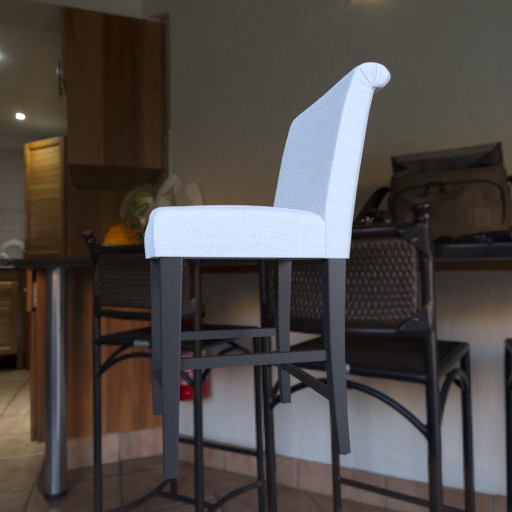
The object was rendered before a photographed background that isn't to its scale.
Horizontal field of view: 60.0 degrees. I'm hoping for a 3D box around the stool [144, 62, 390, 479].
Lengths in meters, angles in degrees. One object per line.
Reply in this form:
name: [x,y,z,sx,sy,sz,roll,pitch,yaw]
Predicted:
stool: [0.000,0.000,1.253,0.597,0.976,0.452,0,-1,-16]
